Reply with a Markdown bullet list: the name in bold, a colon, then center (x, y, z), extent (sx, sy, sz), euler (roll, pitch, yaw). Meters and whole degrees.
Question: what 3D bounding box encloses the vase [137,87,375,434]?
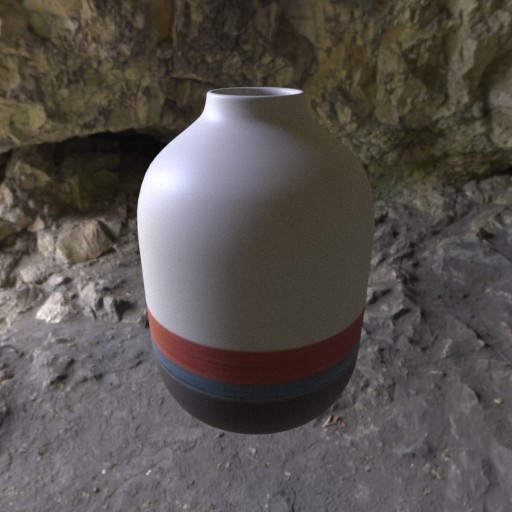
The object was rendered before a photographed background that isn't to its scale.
- **vase**: center (0.000, 0.000, 0.338), extent (0.169, 0.237, 0.169), euler (0, 26, 0)
